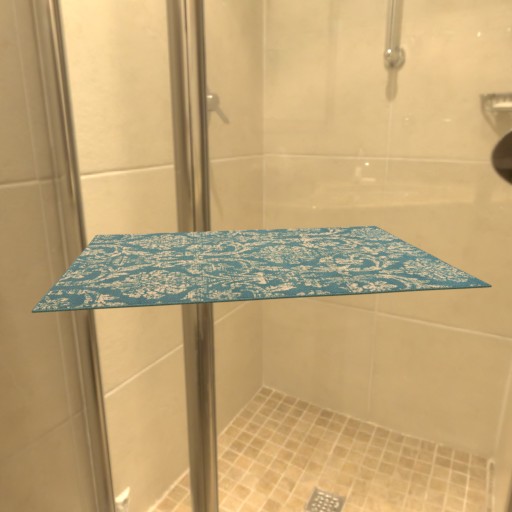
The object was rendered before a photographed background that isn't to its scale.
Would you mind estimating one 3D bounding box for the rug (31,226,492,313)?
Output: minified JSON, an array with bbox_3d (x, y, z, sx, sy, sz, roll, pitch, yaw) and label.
[{"bbox_3d":[0.000,0.000,2.313,1.833,0.012,1.211,-2,16,-8],"label":"rug"}]
